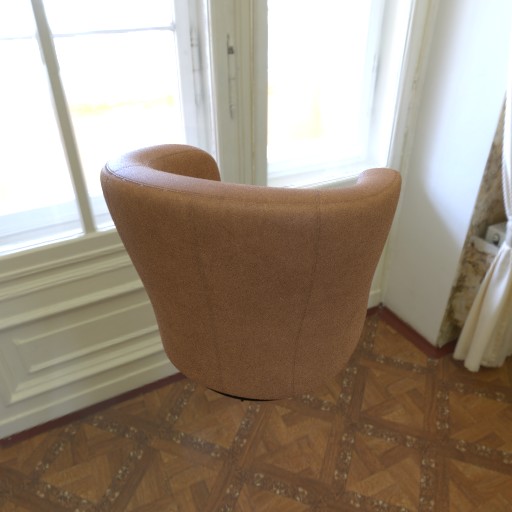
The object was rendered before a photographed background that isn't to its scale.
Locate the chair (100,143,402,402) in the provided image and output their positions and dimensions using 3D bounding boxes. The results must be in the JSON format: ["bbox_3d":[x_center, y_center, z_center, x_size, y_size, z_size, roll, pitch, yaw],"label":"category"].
[{"bbox_3d":[0.000,0.000,1.403,0.791,0.771,0.815,10,34,15],"label":"chair"}]
